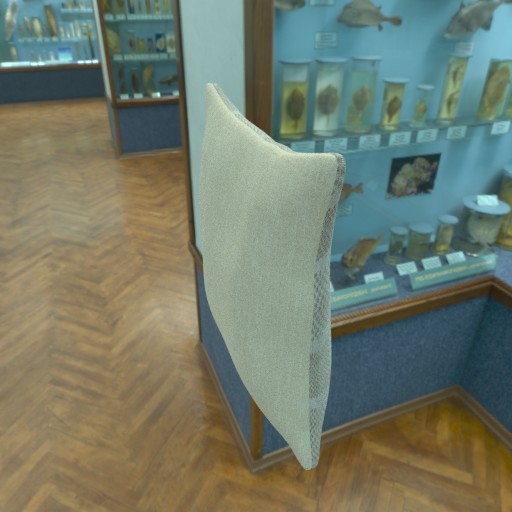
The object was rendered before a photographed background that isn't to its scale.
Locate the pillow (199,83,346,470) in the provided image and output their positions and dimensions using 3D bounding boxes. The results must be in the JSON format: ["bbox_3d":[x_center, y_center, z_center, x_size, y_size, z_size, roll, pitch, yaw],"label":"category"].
[{"bbox_3d":[0.000,0.000,0.666,0.138,0.432,0.436,-10,32,-17],"label":"pillow"}]
